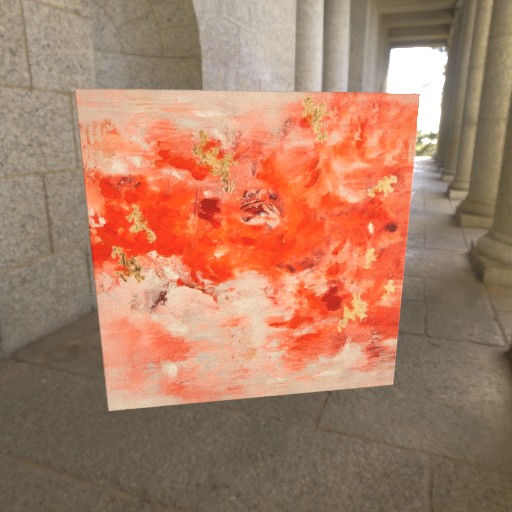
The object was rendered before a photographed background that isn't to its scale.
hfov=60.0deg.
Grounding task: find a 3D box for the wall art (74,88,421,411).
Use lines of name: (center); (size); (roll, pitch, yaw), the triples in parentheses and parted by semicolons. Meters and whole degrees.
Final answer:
wall art: (0.000, 0.000, 1.260); (0.878, 0.878, 0.066); (-2, 16, -9)
